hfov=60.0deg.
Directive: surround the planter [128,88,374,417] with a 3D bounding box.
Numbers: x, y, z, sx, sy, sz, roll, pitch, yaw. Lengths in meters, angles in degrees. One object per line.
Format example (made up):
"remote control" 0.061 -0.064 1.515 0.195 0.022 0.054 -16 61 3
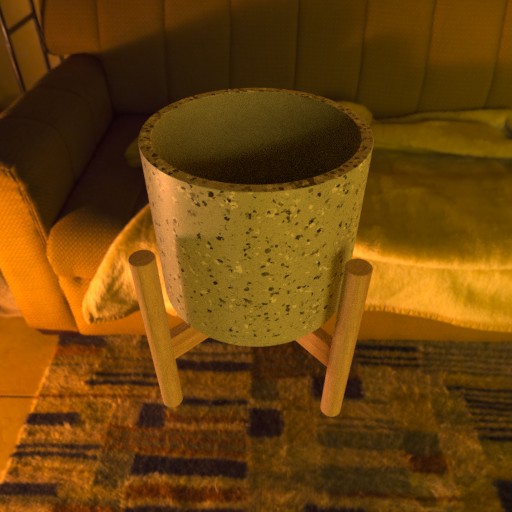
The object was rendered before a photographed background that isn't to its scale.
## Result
"planter" 0.000 0.000 0.530 0.284 0.320 0.284 -13 42 -14
